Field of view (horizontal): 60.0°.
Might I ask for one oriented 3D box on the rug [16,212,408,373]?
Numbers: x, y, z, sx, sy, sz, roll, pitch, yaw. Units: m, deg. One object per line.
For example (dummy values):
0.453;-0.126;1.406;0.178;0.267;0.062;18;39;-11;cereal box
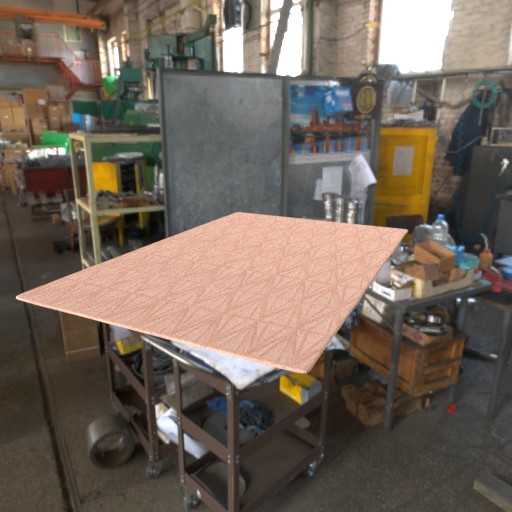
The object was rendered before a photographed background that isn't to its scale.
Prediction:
0.000;0.000;2.949;1.609;0.015;2.390;8;19;25;rug
